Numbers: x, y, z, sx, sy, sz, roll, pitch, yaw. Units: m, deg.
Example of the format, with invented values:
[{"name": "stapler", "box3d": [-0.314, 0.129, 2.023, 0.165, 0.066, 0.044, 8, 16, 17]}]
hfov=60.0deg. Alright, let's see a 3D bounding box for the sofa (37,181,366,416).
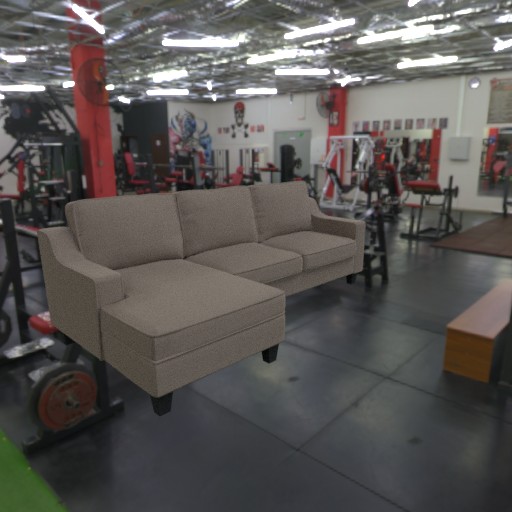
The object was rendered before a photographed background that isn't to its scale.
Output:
[{"name": "sofa", "box3d": [0.000, 0.000, 3.239, 2.561, 0.928, 1.294, -14, 19, -43]}]
